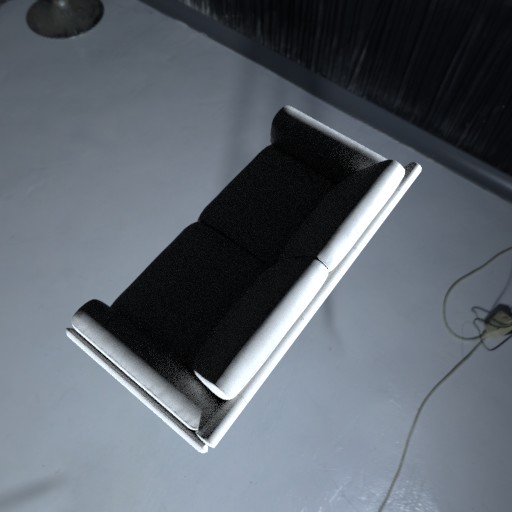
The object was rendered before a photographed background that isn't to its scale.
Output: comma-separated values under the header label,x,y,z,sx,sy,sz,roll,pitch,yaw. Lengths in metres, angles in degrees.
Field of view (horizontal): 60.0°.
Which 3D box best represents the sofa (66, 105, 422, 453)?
label,x,y,z,sx,sy,sz,roll,pitch,yaw
sofa,0.000,0.000,2.736,1.049,0.930,2.101,34,68,16
